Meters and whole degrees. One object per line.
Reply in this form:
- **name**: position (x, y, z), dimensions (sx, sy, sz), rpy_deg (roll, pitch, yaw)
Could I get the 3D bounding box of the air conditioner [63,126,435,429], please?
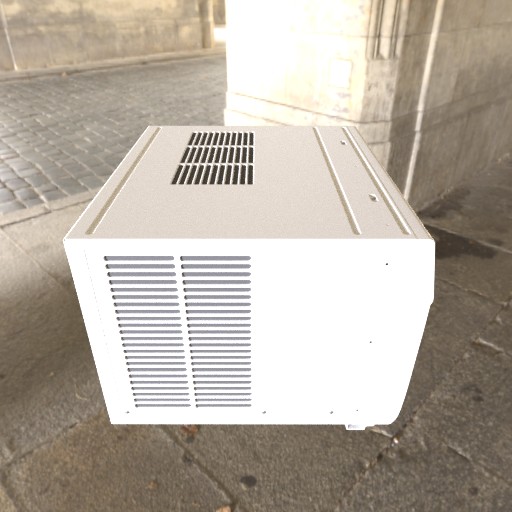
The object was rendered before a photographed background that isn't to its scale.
- **air conditioner**: position (0.000, 0.000, 1.074), dimensions (0.599, 0.455, 0.645), rpy_deg (0, 32, 0)
